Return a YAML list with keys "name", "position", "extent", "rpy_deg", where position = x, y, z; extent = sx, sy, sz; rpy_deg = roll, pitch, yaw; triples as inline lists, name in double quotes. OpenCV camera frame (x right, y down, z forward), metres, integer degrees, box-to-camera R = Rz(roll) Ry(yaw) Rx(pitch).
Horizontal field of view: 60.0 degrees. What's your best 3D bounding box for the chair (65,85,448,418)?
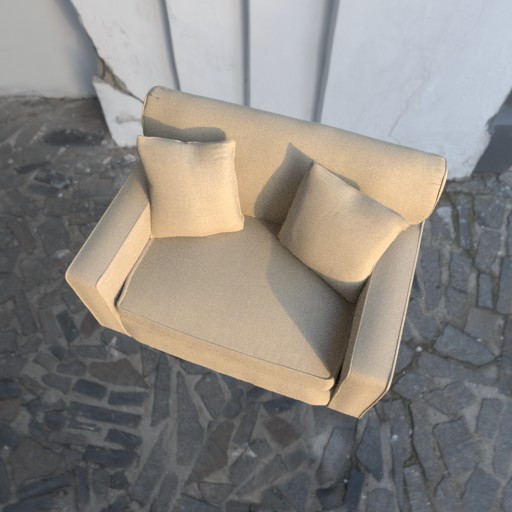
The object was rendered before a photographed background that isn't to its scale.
- name: "chair"
  position: [0.000, 0.000, 2.082]
  extent: [1.383, 0.948, 1.000]
  rpy_deg: [17, 61, 10]
